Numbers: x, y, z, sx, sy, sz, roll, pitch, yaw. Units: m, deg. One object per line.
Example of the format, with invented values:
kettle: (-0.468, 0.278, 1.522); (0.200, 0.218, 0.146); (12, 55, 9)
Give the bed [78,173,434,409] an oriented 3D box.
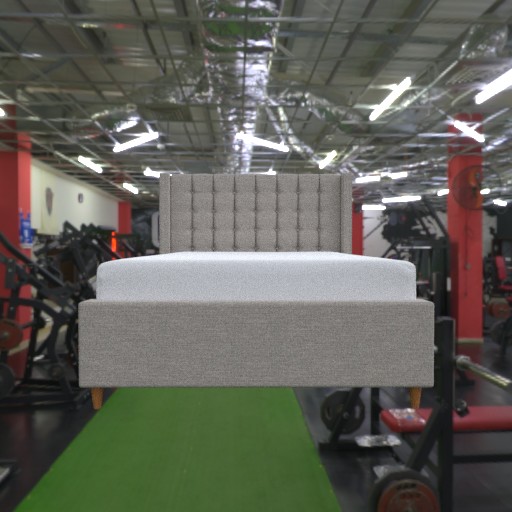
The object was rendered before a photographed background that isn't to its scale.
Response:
bed: (0.000, 0.000, 3.711); (2.044, 1.748, 2.372); (0, 1, 0)
